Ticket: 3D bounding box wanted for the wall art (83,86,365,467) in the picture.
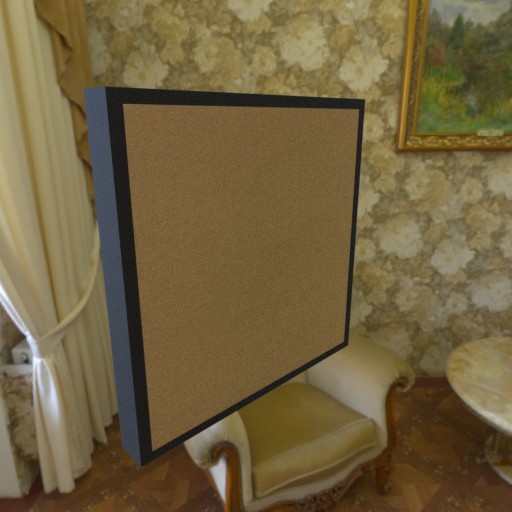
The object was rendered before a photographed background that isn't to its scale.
[{"bbox_3d":[0.000,0.000,0.445,0.305,0.304,0.033,-16,24,-42],"label":"wall art"}]
